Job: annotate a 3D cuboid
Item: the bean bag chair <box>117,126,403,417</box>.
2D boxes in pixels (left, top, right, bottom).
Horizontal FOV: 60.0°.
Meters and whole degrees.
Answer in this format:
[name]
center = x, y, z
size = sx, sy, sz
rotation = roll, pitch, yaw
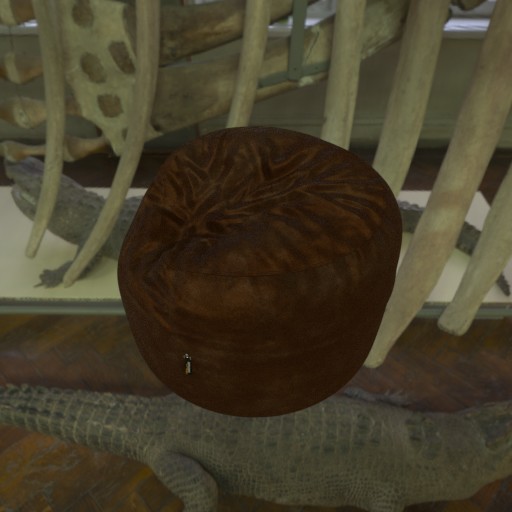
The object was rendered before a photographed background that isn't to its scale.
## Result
[bean bag chair]
center = 0.000, 0.000, 1.507
size = 0.918, 0.616, 0.918
rotation = 0, 41, 0
